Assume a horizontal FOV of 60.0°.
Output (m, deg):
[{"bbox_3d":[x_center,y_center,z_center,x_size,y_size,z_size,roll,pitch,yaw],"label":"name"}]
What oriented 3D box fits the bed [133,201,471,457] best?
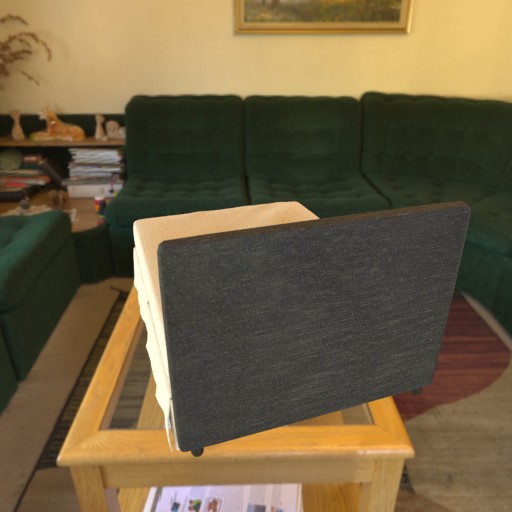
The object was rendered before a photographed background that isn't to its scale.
[{"bbox_3d":[0.000,0.000,3.266,1.723,1.330,2.142,-9,28,-17],"label":"bed"}]
